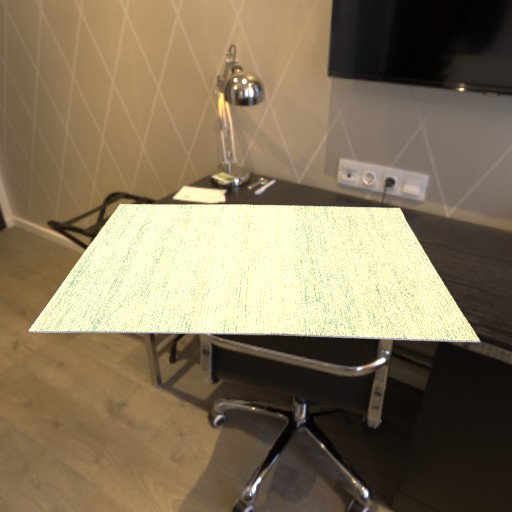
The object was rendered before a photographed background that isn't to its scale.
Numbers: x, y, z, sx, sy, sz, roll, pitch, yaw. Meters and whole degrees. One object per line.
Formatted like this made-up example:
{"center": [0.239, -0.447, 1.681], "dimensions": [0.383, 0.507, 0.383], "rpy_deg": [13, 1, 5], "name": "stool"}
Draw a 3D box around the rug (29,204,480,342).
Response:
{"center": [0.000, 0.000, 2.934], "dimensions": [2.305, 0.029, 1.593], "rpy_deg": [1, 31, 2], "name": "rug"}
